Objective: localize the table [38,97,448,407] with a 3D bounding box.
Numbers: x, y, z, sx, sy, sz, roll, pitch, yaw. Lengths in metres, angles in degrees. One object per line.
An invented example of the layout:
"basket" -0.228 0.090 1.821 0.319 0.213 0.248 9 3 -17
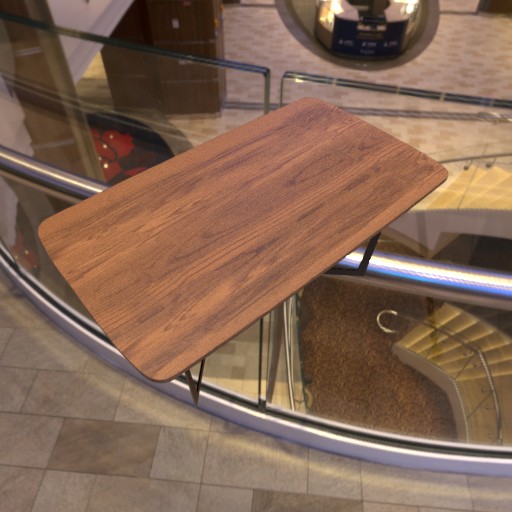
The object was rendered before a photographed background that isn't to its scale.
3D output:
"table" 0.000 0.000 2.199 1.643 0.765 0.949 -33 56 -26
